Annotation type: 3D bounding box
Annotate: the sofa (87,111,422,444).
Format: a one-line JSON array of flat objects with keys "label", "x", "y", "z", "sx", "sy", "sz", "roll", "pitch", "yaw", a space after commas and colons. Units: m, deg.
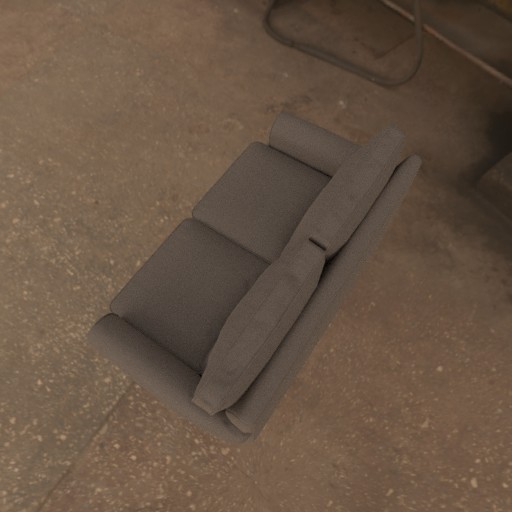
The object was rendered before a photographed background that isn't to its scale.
[{"label": "sofa", "x": 0.000, "y": 0.000, "z": 2.273, "sx": 0.964, "sy": 0.937, "sz": 1.665, "roll": 31, "pitch": 67, "yaw": 15}]
